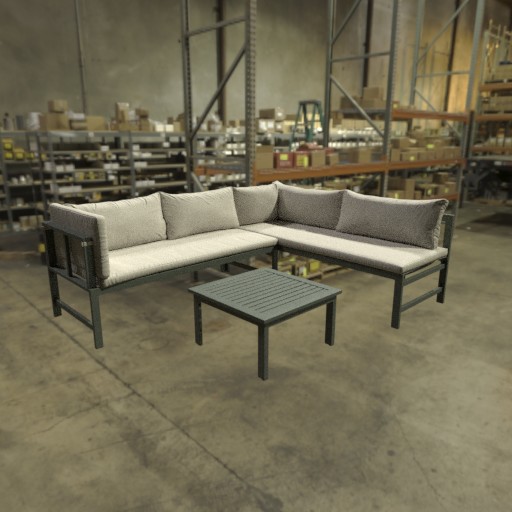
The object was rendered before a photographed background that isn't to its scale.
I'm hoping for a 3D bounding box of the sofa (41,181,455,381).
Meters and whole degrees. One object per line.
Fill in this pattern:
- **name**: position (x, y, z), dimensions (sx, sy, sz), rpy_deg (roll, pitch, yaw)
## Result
- **sofa**: position (0.000, 0.000, 2.910), dimensions (2.096, 0.758, 1.658), rpy_deg (-14, 21, -42)
